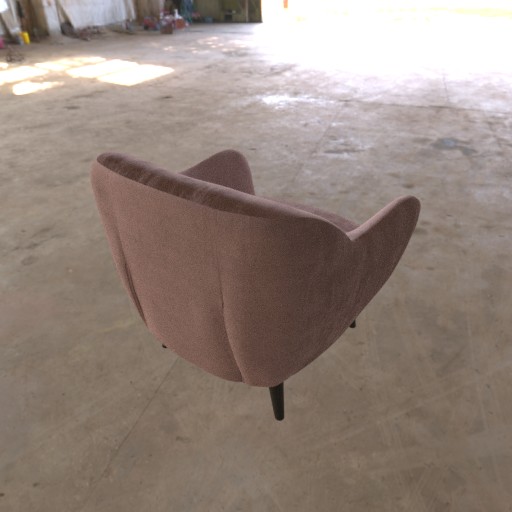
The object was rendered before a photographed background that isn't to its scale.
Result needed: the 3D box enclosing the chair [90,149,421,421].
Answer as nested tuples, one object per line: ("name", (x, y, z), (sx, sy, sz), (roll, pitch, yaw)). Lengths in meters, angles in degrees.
("chair", (0.000, 0.000, 1.544), (0.840, 0.820, 0.820), (22, 38, 31))
